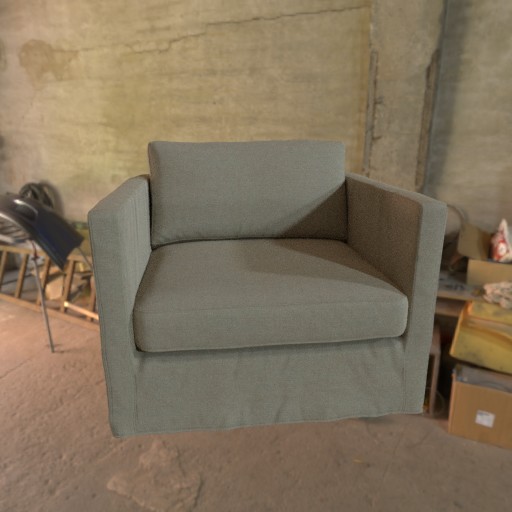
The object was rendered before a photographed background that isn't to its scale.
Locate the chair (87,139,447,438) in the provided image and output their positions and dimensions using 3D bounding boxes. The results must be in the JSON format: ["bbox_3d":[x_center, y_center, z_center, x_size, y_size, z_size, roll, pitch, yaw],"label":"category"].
[{"bbox_3d":[0.000,0.000,1.736,1.057,0.863,0.949,-2,17,-7],"label":"chair"}]
